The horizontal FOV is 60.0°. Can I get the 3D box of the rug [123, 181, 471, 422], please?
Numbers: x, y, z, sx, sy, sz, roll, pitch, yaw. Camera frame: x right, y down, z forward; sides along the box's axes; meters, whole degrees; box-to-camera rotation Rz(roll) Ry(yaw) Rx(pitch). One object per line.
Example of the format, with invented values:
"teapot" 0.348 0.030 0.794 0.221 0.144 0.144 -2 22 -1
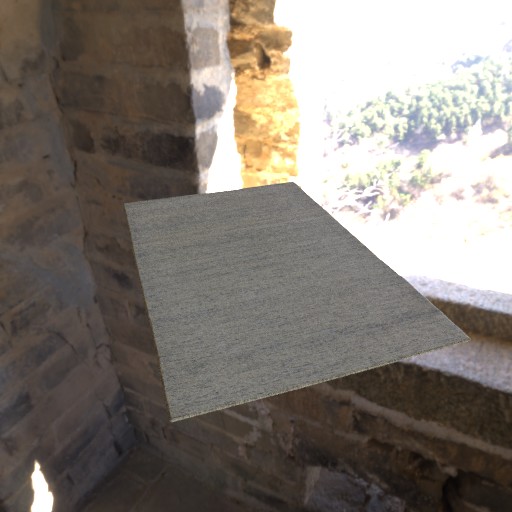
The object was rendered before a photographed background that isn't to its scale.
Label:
"rug" 0.000 0.000 2.919 1.523 0.017 2.263 -10 32 -16
